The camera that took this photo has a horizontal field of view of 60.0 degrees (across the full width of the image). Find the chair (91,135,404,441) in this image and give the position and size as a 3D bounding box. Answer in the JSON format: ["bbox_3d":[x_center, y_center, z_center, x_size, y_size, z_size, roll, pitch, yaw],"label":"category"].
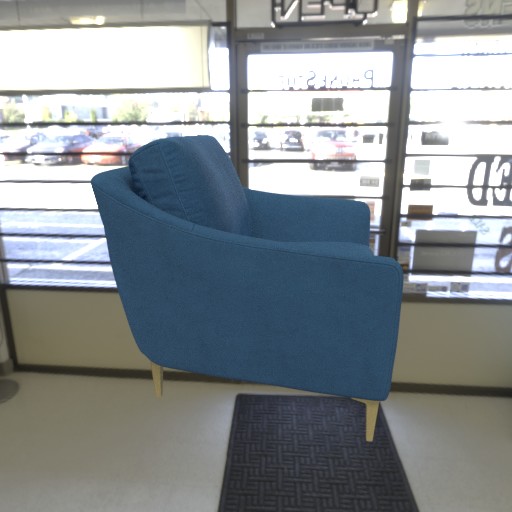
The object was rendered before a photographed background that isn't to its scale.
[{"bbox_3d":[0.000,0.000,1.718,0.961,0.899,0.987,2,17,8],"label":"chair"}]
